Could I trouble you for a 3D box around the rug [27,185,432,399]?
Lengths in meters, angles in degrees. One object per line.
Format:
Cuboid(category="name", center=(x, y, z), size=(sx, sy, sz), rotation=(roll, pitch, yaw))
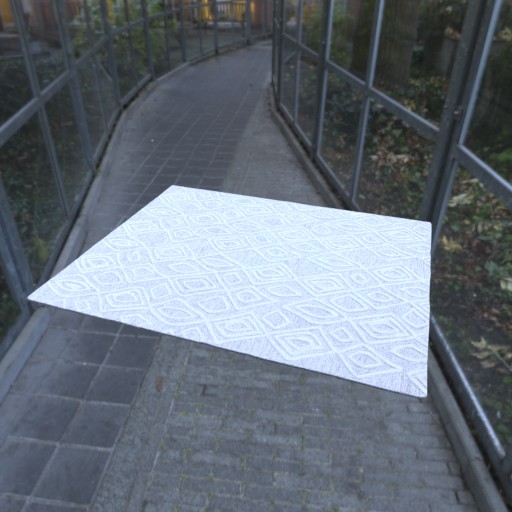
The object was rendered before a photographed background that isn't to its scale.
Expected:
Cuboid(category="rug", center=(0.000, 0.000, 4.086), size=(3.049, 0.025, 2.449), rotation=(10, 33, 16))
